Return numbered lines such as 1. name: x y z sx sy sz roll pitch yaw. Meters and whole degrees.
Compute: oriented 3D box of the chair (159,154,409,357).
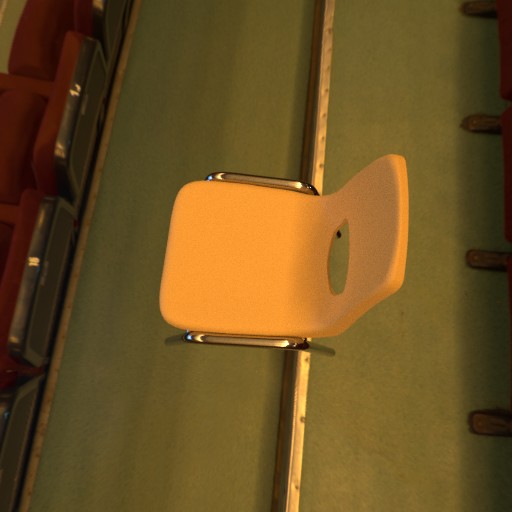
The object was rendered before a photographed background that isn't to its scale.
1. chair: 0.000 0.000 0.862 0.423 0.586 0.354 5 75 1
